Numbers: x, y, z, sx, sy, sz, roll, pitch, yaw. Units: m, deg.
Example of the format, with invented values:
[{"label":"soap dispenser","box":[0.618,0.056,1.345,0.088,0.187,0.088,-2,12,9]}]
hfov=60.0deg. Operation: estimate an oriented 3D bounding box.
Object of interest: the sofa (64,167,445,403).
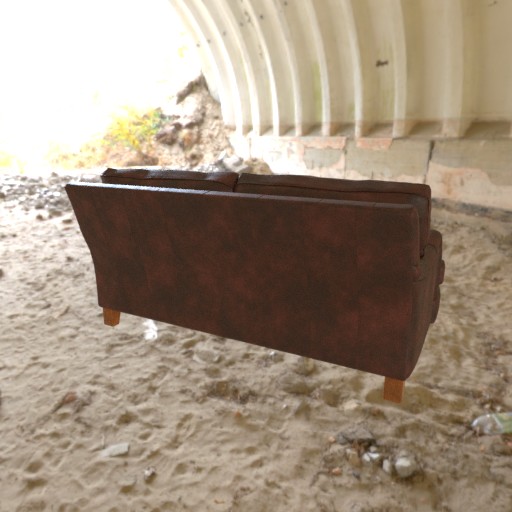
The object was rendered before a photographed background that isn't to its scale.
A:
[{"label":"sofa","box":[0.000,0.000,2.804,2.144,1.071,1.147,8,17,27]}]
